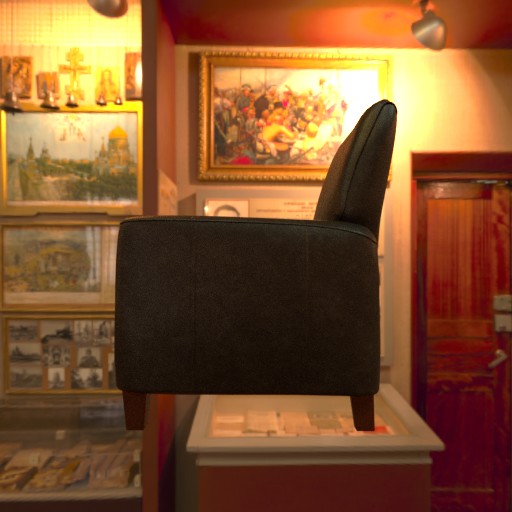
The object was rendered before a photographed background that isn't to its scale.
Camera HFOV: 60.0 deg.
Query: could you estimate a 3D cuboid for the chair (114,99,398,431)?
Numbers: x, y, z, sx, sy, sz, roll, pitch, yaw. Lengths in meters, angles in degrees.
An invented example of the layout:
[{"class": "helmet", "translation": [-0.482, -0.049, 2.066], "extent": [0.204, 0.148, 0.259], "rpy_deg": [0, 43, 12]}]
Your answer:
[{"class": "chair", "translation": [0.000, 0.000, 1.652], "extent": [0.864, 1.014, 0.848], "rpy_deg": [0, 0, 1]}]
